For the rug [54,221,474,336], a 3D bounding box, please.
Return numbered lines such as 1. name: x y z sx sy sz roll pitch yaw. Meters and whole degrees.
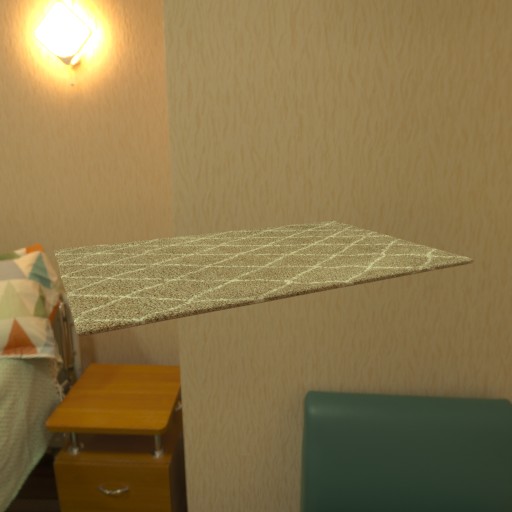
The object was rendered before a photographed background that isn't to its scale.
1. rug: 0.000 0.000 3.020 2.438 0.030 1.524 -8 17 -26
